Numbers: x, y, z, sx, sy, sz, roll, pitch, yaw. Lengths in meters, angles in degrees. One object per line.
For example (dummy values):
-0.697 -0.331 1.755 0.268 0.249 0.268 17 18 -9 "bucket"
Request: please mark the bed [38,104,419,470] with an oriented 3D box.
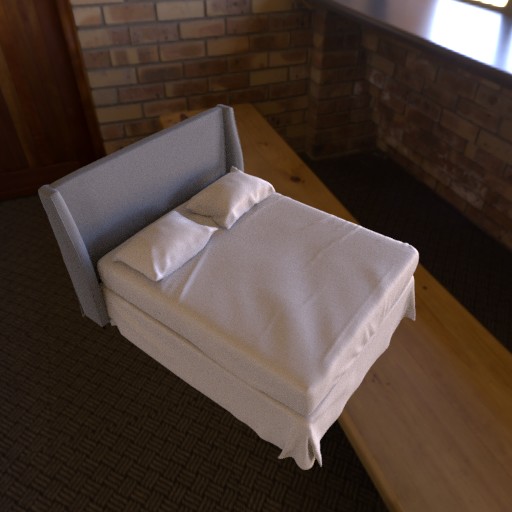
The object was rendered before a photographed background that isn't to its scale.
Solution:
0.000 0.000 3.439 2.276 1.332 1.925 26 47 28 "bed"
